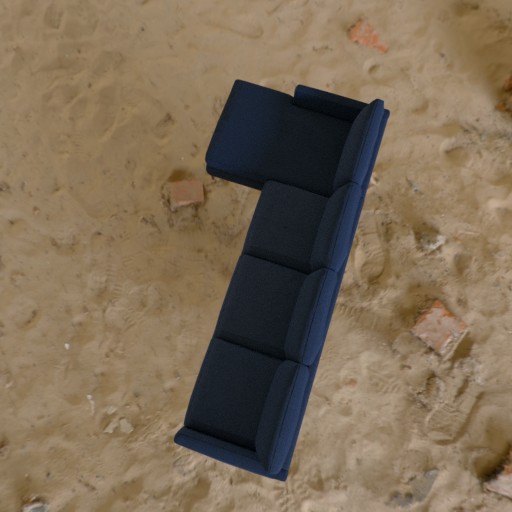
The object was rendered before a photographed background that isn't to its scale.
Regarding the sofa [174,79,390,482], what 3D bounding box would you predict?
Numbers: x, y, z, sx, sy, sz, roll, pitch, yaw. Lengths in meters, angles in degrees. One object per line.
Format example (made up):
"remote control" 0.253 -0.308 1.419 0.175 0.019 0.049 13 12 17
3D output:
"sofa" 0.000 0.000 2.889 1.128 0.679 2.450 17 76 4
